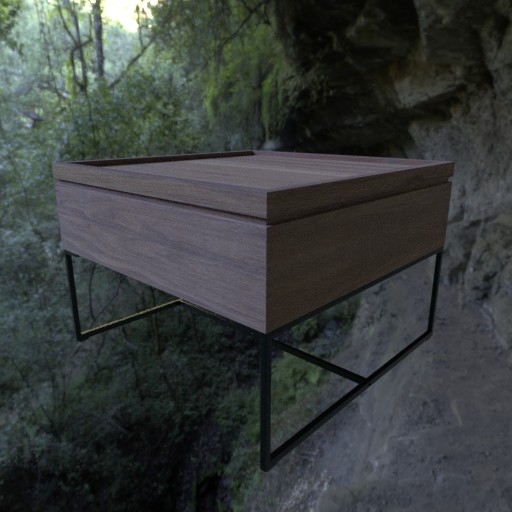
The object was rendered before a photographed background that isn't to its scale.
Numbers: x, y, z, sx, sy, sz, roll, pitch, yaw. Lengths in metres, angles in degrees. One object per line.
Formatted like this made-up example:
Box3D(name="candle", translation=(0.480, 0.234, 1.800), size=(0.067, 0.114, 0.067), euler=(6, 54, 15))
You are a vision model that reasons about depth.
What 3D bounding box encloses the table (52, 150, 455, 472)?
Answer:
Box3D(name="table", translation=(0.000, 0.000, 1.115), size=(0.679, 0.464, 0.676), euler=(15, 22, 41))
